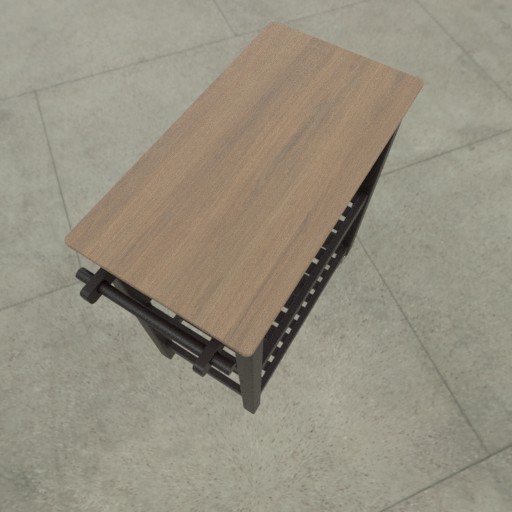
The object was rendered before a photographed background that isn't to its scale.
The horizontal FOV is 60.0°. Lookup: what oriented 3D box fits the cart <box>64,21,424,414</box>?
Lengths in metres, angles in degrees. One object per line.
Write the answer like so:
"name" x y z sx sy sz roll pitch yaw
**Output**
"cart" 0.000 0.000 1.416 0.457 0.927 0.899 29 66 14
